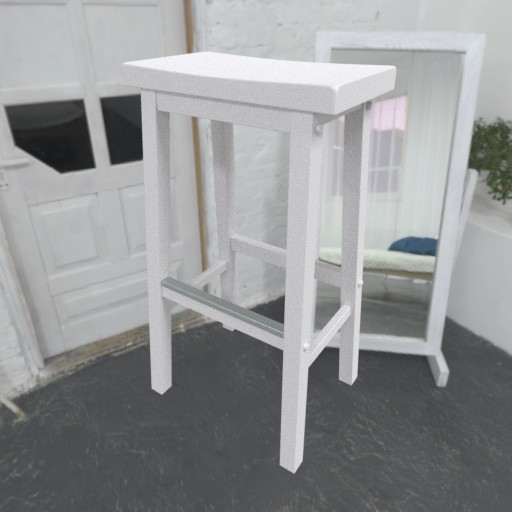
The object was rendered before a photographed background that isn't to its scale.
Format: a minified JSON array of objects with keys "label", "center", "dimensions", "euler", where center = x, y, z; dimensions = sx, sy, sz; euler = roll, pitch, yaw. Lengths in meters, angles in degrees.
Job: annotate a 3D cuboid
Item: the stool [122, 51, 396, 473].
[{"label":"stool","center":[0.000,0.000,0.928],"dimensions":[0.406,0.742,0.322],"euler":[19,35,29]}]
